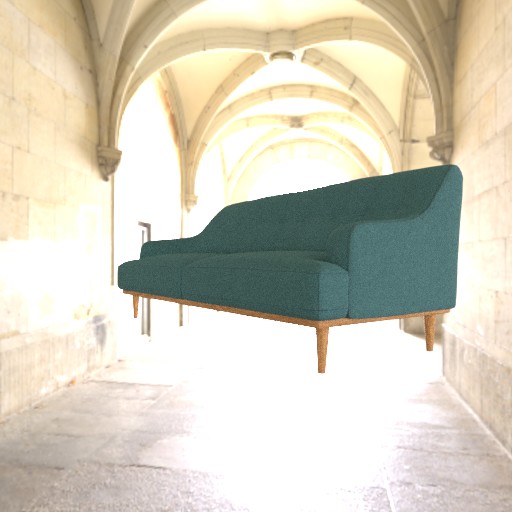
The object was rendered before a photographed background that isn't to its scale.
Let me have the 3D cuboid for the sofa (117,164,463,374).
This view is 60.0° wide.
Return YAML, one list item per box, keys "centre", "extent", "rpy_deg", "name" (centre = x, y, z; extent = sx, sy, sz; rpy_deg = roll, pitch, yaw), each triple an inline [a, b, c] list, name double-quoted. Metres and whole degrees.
- centre: [0.000, 0.000, 2.588]
  extent: [0.978, 0.871, 2.057]
  rpy_deg: [0, -1, -36]
  name: "sofa"
